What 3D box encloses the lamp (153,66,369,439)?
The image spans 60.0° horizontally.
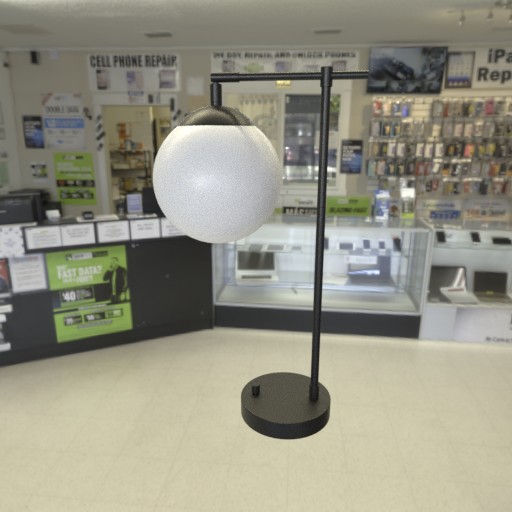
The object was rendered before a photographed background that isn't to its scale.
[{"bbox_3d":[0.000,0.000,0.711,0.316,0.559,0.197,2,16,8],"label":"lamp"}]
